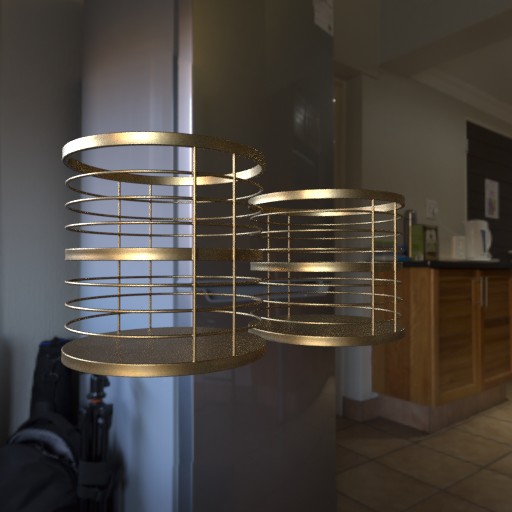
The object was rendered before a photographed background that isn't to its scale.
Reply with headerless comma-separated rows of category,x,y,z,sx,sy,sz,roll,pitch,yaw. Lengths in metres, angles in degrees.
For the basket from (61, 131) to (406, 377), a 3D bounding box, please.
basket,0.000,0.000,0.919,0.746,0.351,0.356,0,-1,-35
